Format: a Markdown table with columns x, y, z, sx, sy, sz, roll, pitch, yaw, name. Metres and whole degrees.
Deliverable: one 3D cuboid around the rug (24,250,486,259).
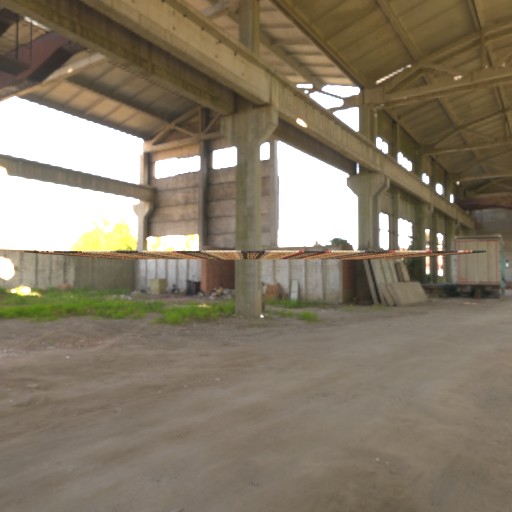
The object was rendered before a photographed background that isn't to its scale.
| x | y | z | sx | sy | sz | roll | pitch | yaw | name |
| --- | --- | --- | --- | --- | --- | --- | --- | --- | --- |
| 0.000 | 0.000 | 2.347 | 1.825 | 0.009 | 1.221 | 0 | -2 | 0 | rug |
